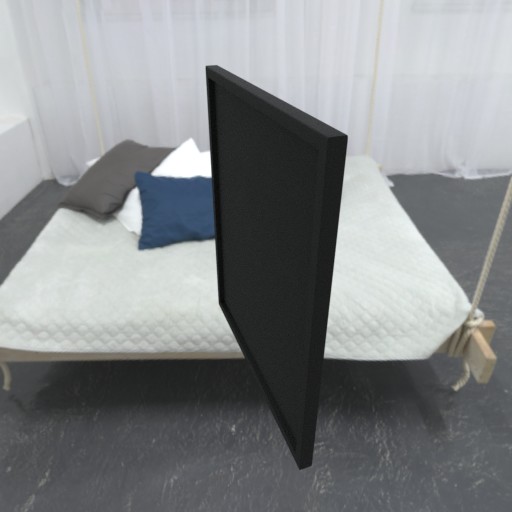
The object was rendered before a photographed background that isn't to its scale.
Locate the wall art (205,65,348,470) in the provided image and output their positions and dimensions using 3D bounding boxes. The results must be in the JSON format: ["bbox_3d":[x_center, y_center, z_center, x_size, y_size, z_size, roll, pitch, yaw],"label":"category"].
[{"bbox_3d":[0.000,0.000,0.711,0.021,0.508,0.432,-11,33,-17],"label":"wall art"}]
